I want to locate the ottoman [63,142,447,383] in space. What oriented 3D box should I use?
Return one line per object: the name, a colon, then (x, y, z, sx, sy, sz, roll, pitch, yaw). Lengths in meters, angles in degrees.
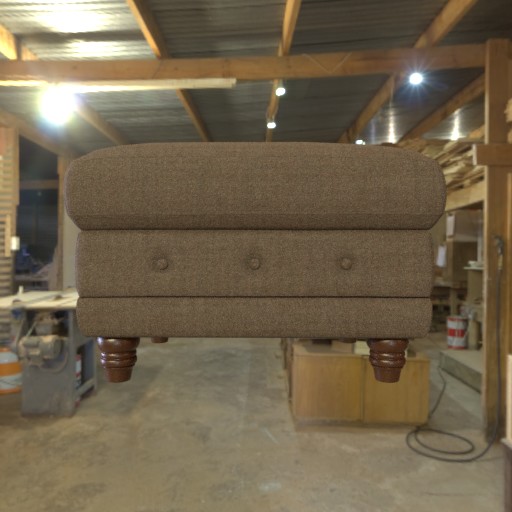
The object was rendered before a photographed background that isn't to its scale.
ottoman: (0.000, 0.000, 1.204, 0.809, 0.555, 0.599, 0, 0, 0)
